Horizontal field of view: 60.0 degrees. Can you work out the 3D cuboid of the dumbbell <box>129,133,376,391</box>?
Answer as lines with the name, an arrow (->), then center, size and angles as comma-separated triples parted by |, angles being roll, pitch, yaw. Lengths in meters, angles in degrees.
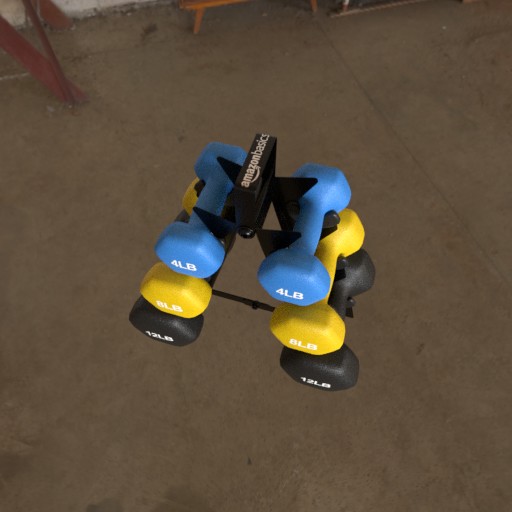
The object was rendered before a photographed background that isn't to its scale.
dumbbell -> 0.000, 0.000, 0.698 | 0.409, 0.426, 0.255 | 14, 59, 9
